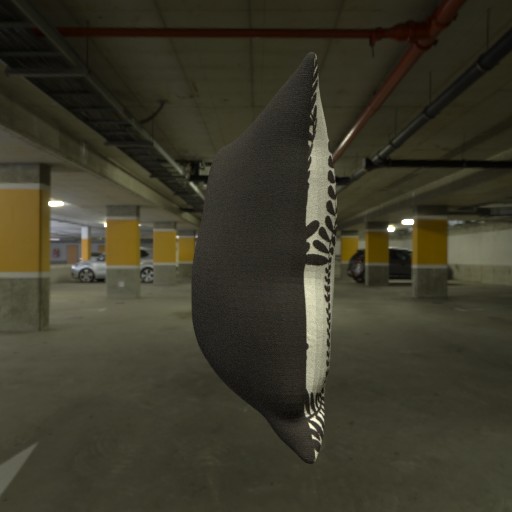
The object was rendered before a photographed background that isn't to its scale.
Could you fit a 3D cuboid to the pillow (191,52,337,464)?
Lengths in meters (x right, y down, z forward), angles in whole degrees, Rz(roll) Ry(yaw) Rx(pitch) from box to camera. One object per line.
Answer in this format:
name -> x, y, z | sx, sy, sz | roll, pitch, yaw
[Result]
pillow -> 0.000, 0.000, 0.673 | 0.182, 0.441, 0.440 | 0, 0, -18
